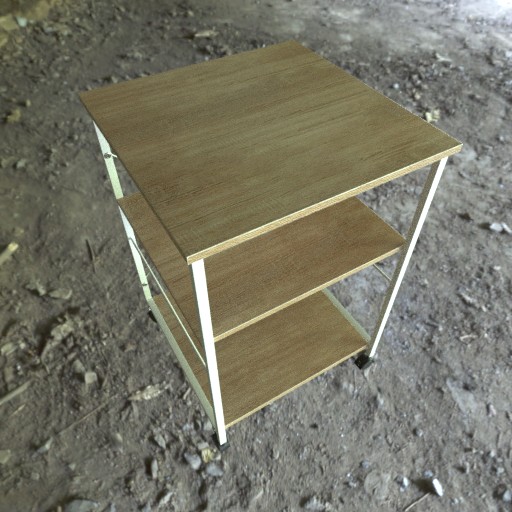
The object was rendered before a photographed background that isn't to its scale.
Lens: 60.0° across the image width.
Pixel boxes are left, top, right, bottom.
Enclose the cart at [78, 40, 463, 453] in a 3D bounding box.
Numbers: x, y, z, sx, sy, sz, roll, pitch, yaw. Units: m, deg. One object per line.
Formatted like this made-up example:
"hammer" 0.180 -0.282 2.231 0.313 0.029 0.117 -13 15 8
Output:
"cart" 0.000 0.000 1.103 0.521 0.762 0.520 -24 51 -20
